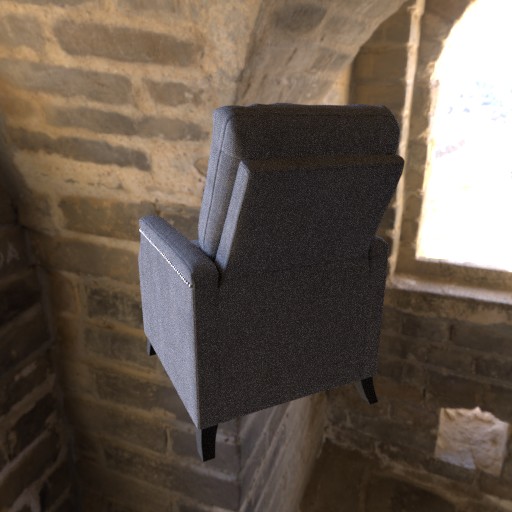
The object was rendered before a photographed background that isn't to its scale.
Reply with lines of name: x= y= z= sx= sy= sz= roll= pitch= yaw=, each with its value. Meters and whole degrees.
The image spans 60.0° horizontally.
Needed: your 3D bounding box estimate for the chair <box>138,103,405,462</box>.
chair: x=0.000 y=0.000 z=1.635 sx=0.710 sy=1.049 sz=0.922 roll=-8 pitch=19 yaw=-25
